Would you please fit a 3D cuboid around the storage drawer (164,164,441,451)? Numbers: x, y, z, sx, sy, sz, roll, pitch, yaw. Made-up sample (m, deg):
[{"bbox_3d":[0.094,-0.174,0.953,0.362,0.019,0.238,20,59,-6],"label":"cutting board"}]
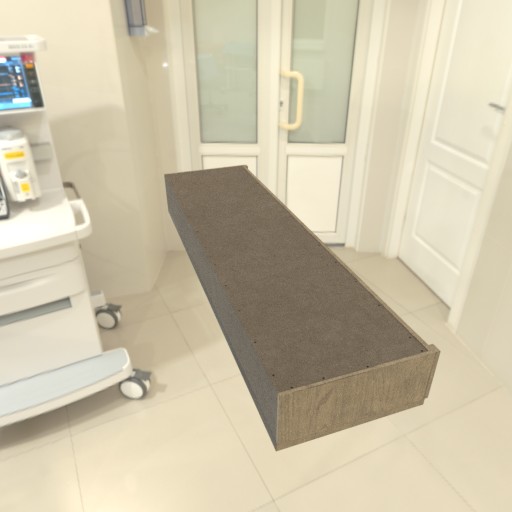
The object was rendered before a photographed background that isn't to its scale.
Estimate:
[{"bbox_3d":[0.000,0.000,2.329,0.591,0.274,2.072,-10,32,-17],"label":"storage drawer"}]
